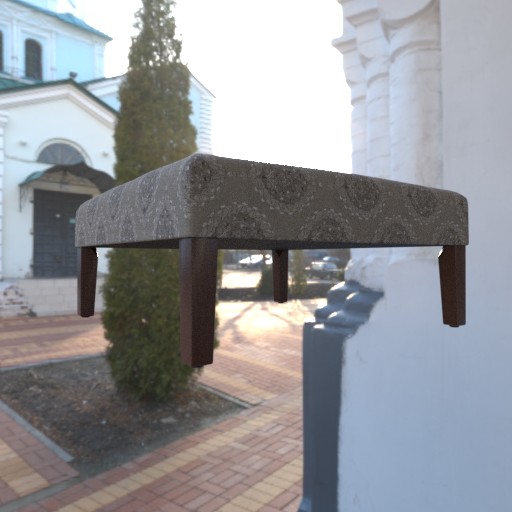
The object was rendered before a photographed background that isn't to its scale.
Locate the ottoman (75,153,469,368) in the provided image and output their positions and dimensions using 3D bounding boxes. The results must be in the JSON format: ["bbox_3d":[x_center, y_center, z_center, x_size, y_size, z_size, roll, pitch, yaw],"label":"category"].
[{"bbox_3d":[0.000,0.000,1.387,0.890,0.411,0.889,0,0,-34],"label":"ottoman"}]
